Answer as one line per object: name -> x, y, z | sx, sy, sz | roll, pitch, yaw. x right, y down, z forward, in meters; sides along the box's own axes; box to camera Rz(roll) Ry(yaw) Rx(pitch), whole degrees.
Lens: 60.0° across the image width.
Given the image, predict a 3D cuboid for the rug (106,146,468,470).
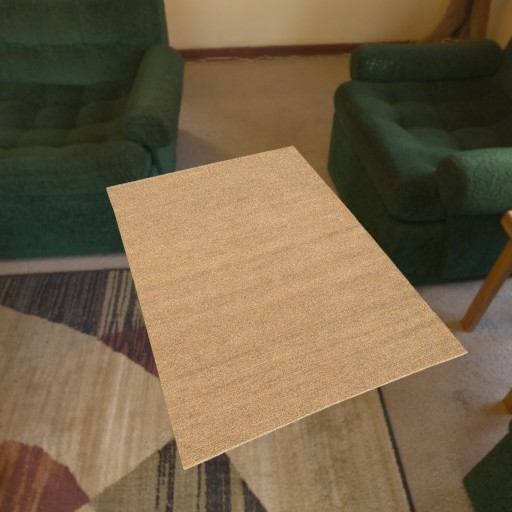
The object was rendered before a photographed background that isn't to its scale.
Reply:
rug -> 0.000, 0.000, 2.955 | 1.624, 0.030, 2.264 | -16, 48, -15
